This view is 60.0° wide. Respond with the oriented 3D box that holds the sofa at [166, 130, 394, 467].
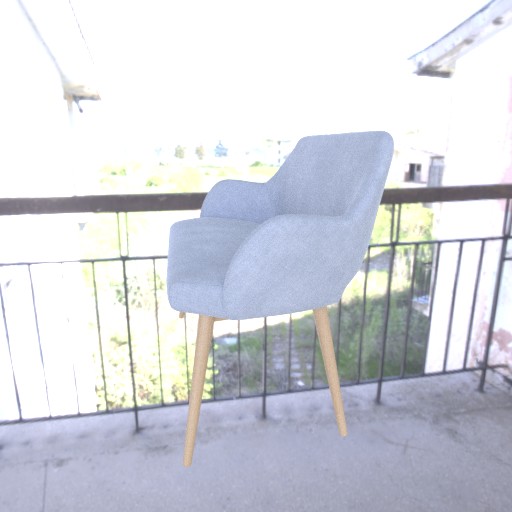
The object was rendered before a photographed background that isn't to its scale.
[{"bbox_3d":[0.000,0.000,1.572,0.610,0.840,1.150,-2,14,-10],"label":"sofa"}]
